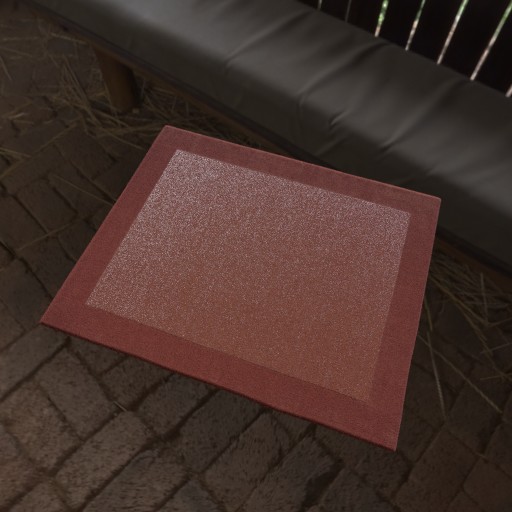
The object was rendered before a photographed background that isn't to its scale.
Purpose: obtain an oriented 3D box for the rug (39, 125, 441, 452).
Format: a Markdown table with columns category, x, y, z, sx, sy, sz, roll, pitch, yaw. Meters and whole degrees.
| category | x | y | z | sx | sy | sz | roll | pitch | yaw |
| --- | --- | --- | --- | --- | --- | --- | --- | --- | --- |
| rug | 0.000 | 0.000 | 3.998 | 2.976 | 0.018 | 2.430 | 17 | 62 | 10 |
